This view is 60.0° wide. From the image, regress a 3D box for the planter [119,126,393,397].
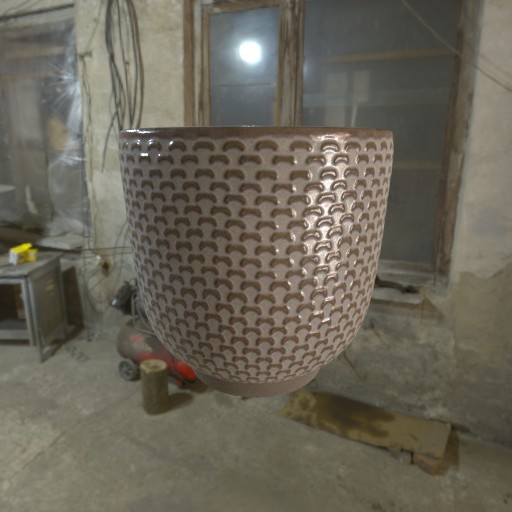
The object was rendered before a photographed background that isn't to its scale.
[{"bbox_3d":[0.000,0.000,0.351,0.197,0.191,0.197,0,14,0],"label":"planter"}]
